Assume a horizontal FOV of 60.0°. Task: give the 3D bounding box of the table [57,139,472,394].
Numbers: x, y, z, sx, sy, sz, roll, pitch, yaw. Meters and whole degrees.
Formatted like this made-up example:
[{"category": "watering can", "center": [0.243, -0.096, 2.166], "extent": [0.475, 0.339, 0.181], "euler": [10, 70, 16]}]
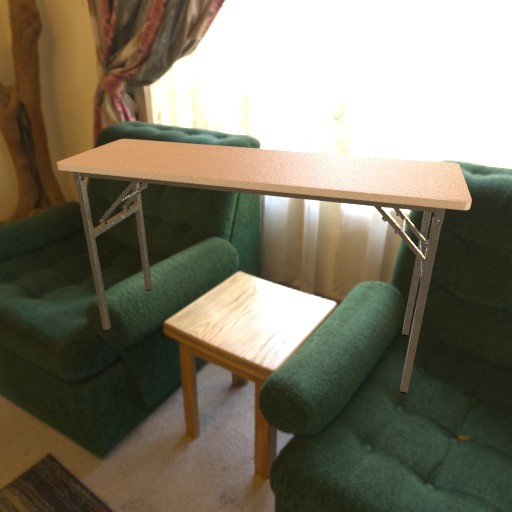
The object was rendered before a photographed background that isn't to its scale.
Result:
[{"category": "table", "center": [0.000, 0.000, 1.767], "extent": [1.397, 0.750, 0.446], "euler": [8, 28, 16]}]
